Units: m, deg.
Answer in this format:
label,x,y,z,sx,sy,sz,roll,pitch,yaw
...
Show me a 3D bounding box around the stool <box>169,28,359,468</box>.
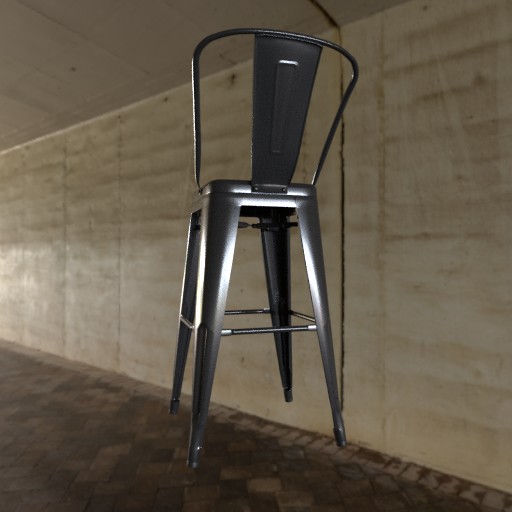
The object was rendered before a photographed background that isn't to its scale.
label,x,y,z,sx,sy,sz,roll,pitch,yaw
stool,0.000,0.000,1.254,0.432,1.022,0.528,0,0,-18
